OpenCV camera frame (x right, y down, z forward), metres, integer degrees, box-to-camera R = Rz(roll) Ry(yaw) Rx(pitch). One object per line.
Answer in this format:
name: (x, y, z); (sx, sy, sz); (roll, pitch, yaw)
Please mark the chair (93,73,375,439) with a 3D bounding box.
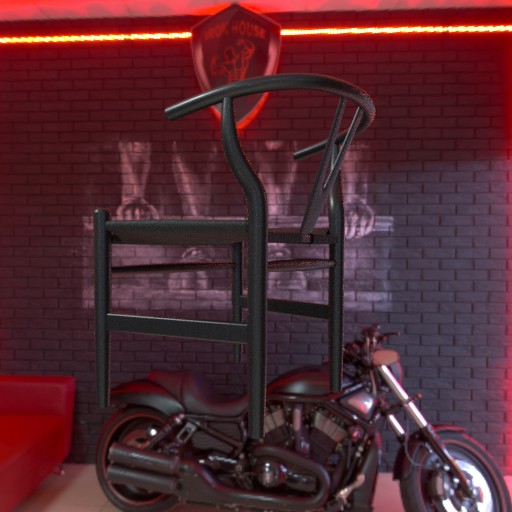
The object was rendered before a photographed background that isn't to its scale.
chair: (0.000, 0.000, 1.130); (0.579, 0.730, 0.569); (1, 1, 36)
